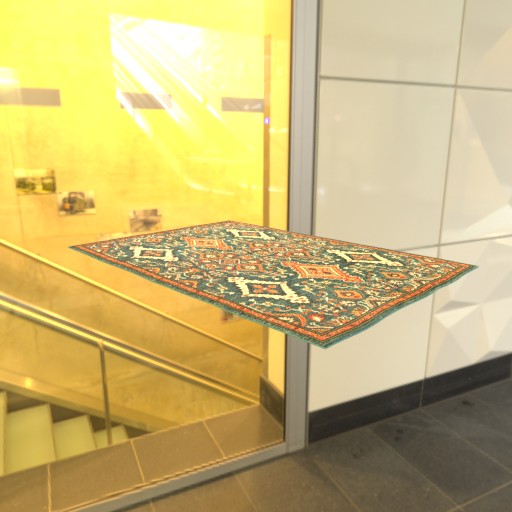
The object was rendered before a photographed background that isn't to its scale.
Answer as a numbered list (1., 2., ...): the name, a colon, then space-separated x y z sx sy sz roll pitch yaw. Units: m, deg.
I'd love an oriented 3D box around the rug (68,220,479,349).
1. rug: 0.000 0.000 3.028 1.622 0.009 2.373 -14 20 -43
